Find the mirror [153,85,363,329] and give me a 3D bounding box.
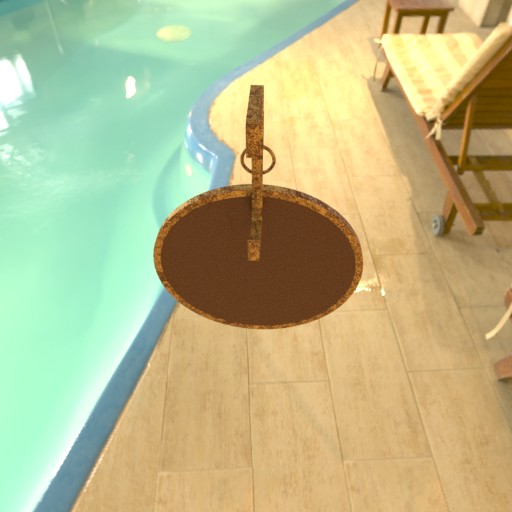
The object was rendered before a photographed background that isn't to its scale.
[{"bbox_3d":[0.000,0.000,0.849,0.447,0.651,0.144,2,47,2],"label":"mirror"}]
